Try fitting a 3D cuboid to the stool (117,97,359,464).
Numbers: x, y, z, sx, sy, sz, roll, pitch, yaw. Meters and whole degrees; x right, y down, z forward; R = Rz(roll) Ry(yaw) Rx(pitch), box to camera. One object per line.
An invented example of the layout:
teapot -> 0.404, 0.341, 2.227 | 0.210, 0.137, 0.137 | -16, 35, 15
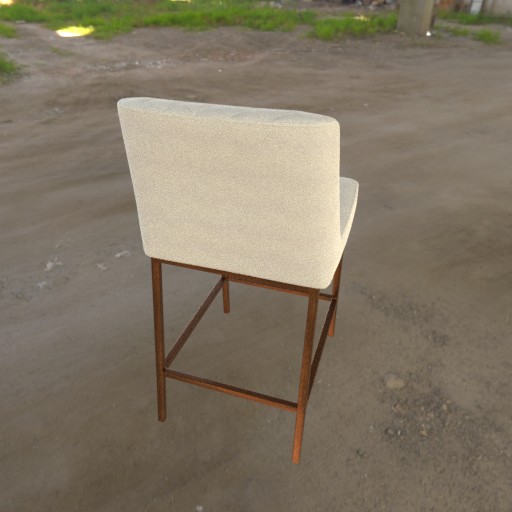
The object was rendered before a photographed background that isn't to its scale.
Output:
stool -> 0.000, 0.000, 1.294 | 0.507, 0.973, 0.576 | 10, 34, 16
